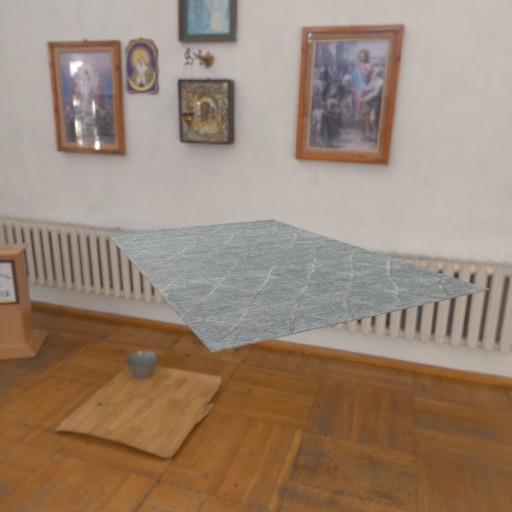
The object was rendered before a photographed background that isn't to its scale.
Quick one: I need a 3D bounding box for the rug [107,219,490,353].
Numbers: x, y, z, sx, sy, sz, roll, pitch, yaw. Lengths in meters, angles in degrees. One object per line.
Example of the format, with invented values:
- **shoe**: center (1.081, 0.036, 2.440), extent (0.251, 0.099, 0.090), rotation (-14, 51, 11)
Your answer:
- **rug**: center (0.000, 0.000, 2.918), extent (1.521, 0.006, 2.283), rotation (-7, 17, -26)
